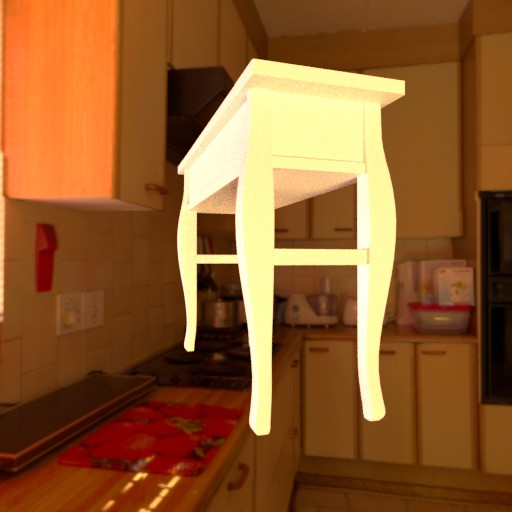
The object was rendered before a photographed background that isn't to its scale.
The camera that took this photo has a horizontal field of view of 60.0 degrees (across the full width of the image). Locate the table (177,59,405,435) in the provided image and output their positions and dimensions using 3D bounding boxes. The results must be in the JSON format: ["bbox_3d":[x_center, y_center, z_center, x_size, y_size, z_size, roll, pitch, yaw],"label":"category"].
[{"bbox_3d":[0.000,0.000,1.433,0.373,0.768,1.062,0,-1,-18],"label":"table"}]
